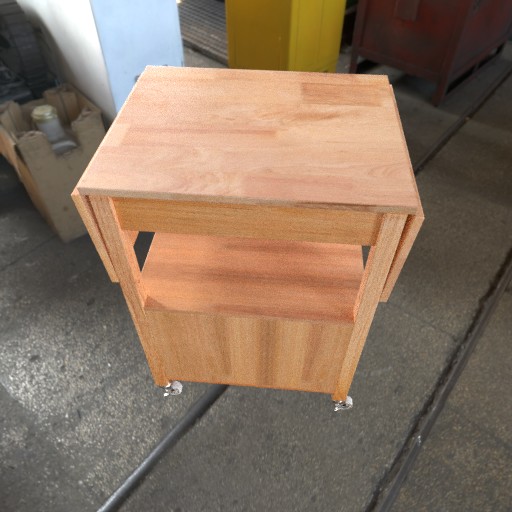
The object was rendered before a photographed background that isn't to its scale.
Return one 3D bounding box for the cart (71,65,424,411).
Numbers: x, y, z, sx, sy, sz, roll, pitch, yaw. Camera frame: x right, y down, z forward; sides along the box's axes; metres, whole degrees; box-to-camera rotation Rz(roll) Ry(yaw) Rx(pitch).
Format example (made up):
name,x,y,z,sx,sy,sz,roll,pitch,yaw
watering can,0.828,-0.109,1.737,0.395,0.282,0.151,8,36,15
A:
name,x,y,z,sx,sy,sz,roll,pitch,yaw
cart,0.000,0.000,1.256,0.640,0.838,0.508,4,47,4
